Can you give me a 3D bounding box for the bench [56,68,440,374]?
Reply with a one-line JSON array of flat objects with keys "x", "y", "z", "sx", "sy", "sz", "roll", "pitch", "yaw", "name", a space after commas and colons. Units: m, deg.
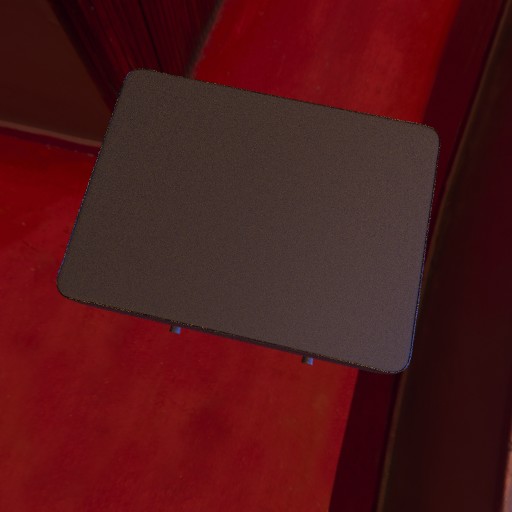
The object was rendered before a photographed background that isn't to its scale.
[{"x": 0.000, "y": 0.000, "z": 0.788, "sx": 0.424, "sy": 0.500, "sz": 0.321, "roll": 13, "pitch": 76, "yaw": 3, "name": "bench"}]
